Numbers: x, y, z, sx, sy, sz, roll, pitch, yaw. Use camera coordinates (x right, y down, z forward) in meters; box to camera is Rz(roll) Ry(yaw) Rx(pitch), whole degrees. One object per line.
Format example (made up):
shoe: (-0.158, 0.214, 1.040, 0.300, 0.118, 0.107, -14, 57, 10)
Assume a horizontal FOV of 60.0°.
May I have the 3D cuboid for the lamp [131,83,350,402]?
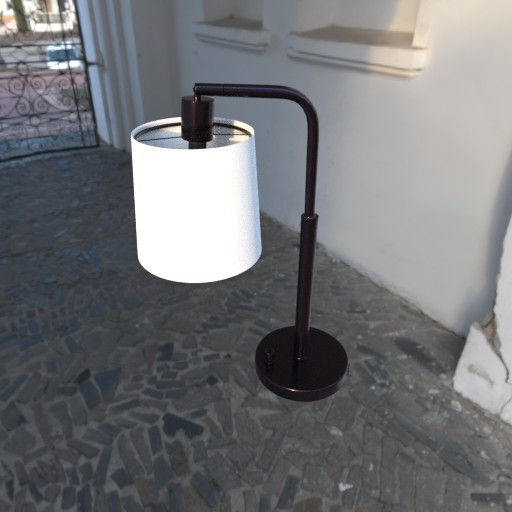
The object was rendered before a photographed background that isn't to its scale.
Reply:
lamp: (0.000, 0.000, 0.654, 0.333, 0.489, 0.171, -8, 32, -13)
